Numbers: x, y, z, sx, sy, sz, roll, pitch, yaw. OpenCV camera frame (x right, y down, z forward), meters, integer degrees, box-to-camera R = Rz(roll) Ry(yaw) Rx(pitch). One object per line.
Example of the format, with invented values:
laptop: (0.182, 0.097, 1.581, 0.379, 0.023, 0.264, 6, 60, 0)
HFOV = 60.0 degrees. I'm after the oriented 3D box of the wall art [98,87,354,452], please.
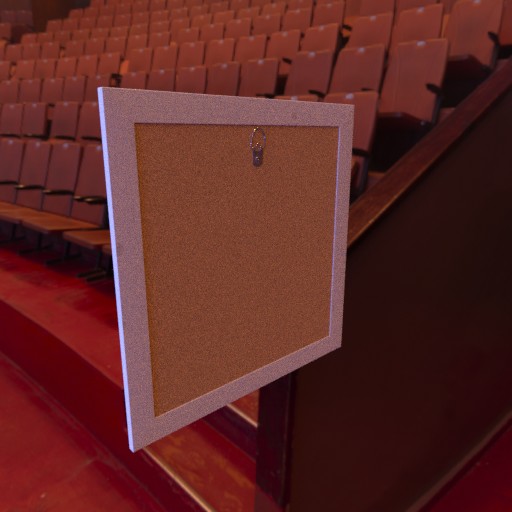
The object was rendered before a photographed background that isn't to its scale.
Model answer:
wall art: (0.000, 0.000, 0.859, 0.572, 0.577, 0.015, -14, 21, -41)
